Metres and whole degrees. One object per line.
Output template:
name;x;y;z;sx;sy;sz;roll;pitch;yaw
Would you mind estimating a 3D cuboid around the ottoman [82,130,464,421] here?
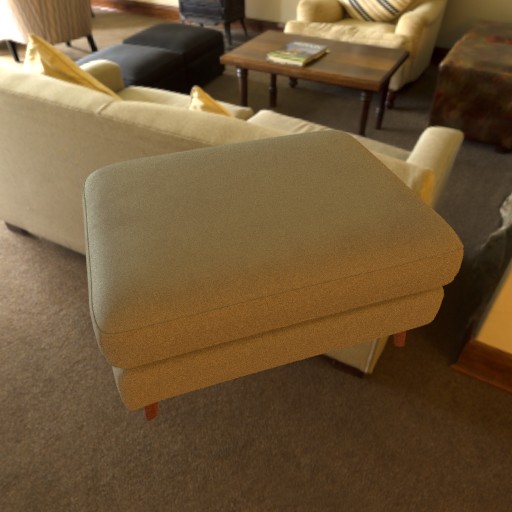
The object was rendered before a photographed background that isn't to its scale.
ottoman;0.000;0.000;1.177;0.811;0.449;0.608;-12;43;-14
